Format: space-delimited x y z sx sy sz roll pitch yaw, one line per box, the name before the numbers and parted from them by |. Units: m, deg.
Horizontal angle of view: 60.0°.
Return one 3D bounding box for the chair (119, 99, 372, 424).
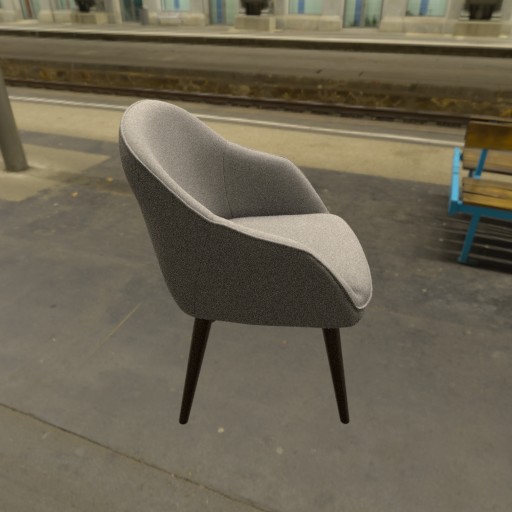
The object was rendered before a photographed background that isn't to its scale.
chair | 0.000 0.000 1.244 0.611 0.810 0.589 0 31 0
